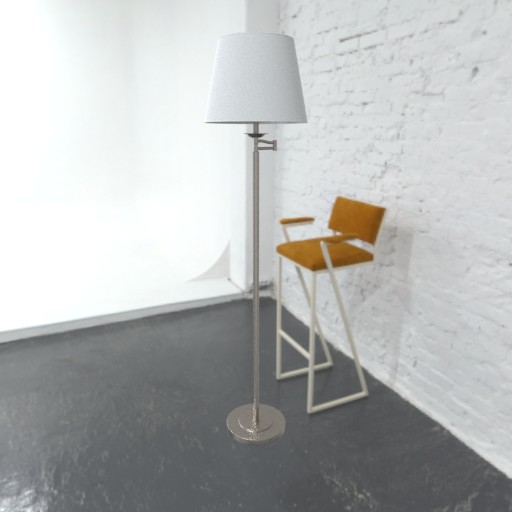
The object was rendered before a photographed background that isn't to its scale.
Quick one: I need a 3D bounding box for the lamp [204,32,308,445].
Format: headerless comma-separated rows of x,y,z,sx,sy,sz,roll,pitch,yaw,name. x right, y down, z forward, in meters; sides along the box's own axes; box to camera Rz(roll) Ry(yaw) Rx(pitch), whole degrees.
0.000,0.000,1.656,0.355,1.473,0.355,0,15,0,lamp
